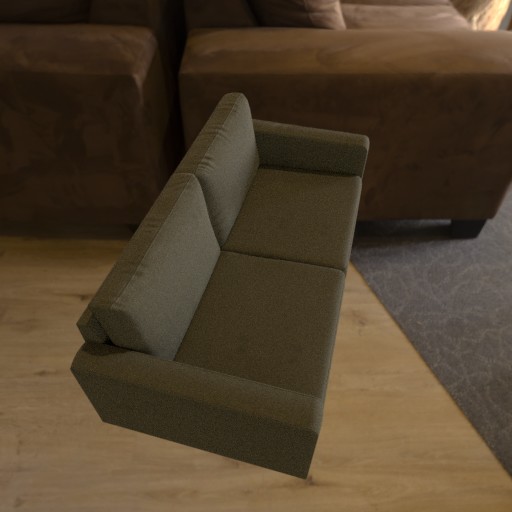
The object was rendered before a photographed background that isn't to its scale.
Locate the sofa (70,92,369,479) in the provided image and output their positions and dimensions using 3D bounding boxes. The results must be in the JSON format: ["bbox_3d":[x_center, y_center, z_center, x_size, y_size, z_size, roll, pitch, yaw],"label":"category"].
[{"bbox_3d":[0.000,0.000,2.163,0.889,0.897,1.730,11,48,10],"label":"sofa"}]
